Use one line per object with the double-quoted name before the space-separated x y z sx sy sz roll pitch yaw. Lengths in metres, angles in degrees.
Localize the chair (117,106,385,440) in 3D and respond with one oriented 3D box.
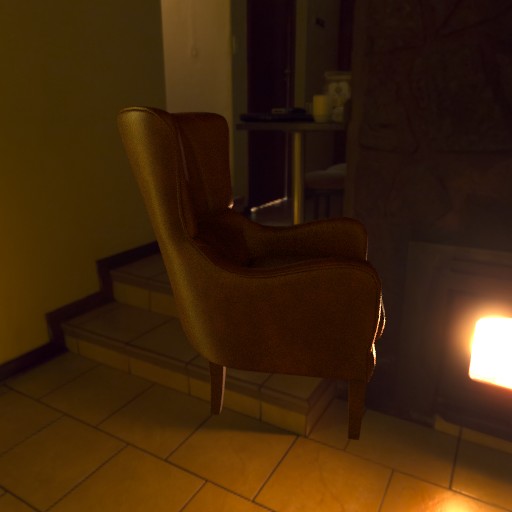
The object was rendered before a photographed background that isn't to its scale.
"chair" 0.000 0.000 1.664 0.914 1.048 0.692 3 17 9
